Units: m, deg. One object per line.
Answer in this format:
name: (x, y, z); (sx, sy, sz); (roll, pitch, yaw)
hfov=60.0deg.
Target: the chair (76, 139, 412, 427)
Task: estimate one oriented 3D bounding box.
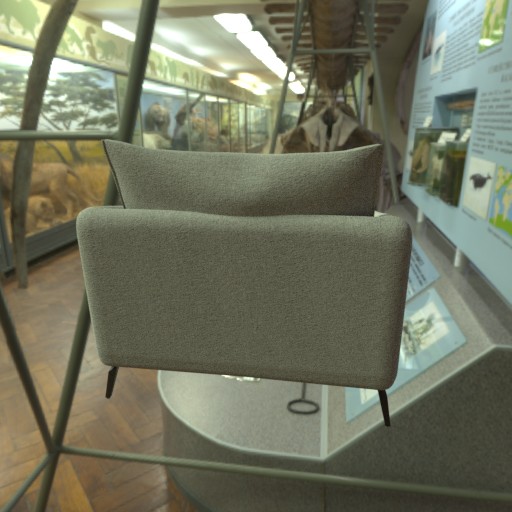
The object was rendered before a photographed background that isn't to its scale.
chair: (0.000, 0.000, 1.639); (1.029, 0.856, 0.801); (3, 17, 9)
